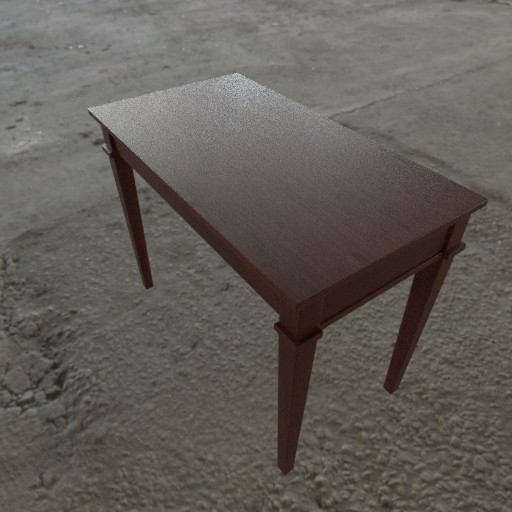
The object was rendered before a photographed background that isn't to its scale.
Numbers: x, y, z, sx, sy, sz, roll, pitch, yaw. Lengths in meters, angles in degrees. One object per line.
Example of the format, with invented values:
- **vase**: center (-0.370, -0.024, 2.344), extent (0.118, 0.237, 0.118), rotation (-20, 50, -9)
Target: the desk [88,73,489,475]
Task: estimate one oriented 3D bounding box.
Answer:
- **desk**: center (0.000, 0.000, 1.413), extent (0.549, 0.762, 1.001), rotation (-25, 47, -26)
